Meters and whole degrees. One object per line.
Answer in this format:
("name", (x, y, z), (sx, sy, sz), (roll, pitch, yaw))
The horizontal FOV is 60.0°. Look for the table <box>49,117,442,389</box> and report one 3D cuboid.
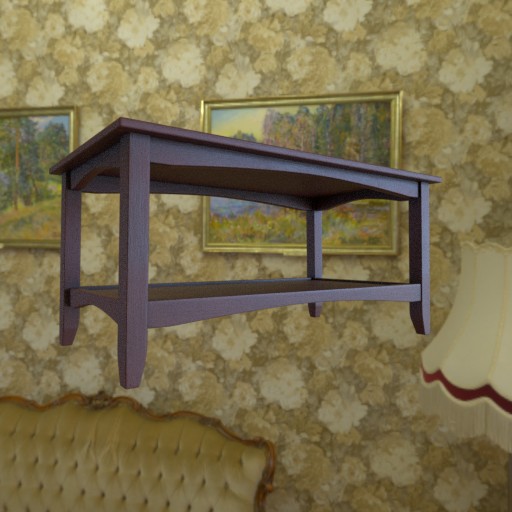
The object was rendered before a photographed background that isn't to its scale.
("table", (0.000, 0.000, 1.215), (0.943, 0.456, 0.533), (0, 0, -36))
